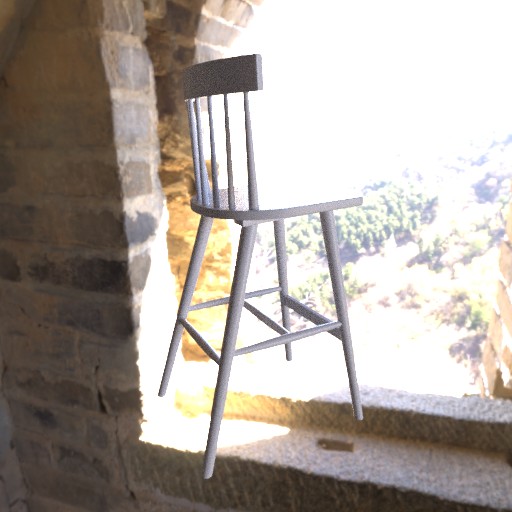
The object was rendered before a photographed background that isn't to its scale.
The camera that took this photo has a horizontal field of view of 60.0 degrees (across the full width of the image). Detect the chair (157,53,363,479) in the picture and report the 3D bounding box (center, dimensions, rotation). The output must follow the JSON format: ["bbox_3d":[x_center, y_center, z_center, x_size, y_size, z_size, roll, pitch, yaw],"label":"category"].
[{"bbox_3d":[0.000,0.000,1.392,0.572,1.092,0.483,-8,18,-27],"label":"chair"}]
